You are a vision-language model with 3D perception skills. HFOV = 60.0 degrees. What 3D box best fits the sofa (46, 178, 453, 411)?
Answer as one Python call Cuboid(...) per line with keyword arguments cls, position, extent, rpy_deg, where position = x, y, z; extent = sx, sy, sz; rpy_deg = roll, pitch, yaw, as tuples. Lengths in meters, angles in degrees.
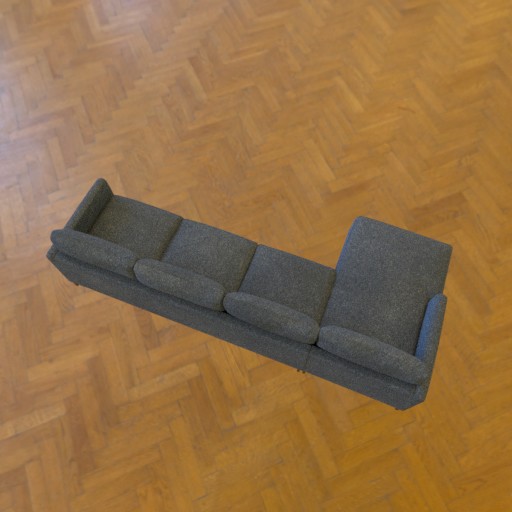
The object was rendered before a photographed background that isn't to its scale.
Cuboid(cls="sofa", position=(0.000, 0.000, 3.539), extent=(2.932, 0.810, 1.350), rpy_deg=(19, 65, 9))
